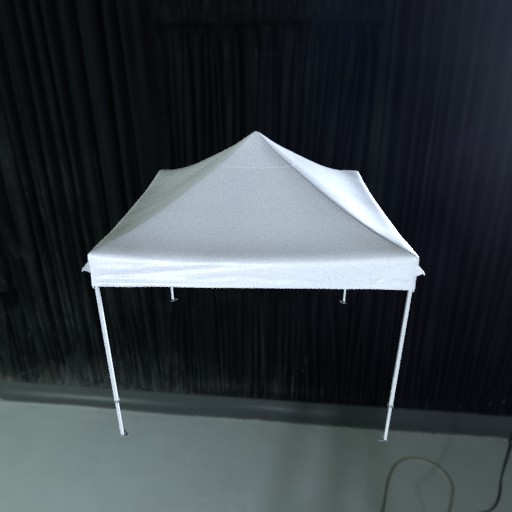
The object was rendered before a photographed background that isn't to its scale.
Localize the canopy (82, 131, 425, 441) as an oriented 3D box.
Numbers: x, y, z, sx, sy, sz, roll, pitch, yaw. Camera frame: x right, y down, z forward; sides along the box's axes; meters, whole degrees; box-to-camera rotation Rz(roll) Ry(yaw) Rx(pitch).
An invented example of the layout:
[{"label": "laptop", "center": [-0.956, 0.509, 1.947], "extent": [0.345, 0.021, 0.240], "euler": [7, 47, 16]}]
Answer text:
[{"label": "canopy", "center": [0.000, 0.000, 5.451], "extent": [2.994, 2.998, 2.996], "euler": [1, 25, 1]}]
